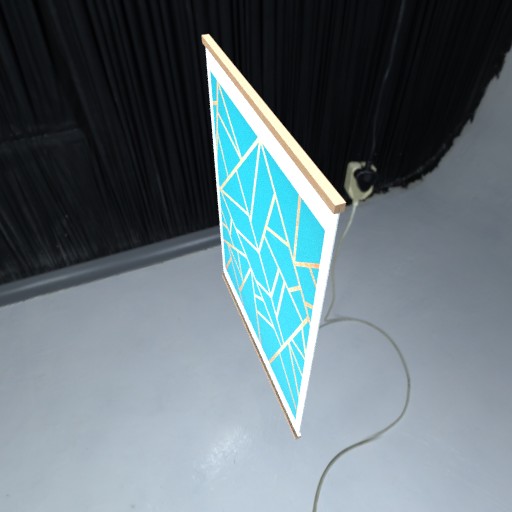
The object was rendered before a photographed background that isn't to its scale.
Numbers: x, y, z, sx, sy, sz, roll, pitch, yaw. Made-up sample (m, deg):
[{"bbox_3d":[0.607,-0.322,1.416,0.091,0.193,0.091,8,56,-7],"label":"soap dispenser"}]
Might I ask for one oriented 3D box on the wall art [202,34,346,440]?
[{"bbox_3d":[0.000,0.000,0.805,0.012,0.608,0.459,-16,49,-14],"label":"wall art"}]
